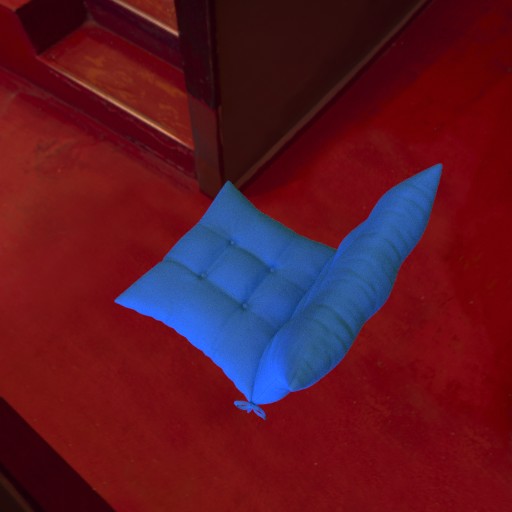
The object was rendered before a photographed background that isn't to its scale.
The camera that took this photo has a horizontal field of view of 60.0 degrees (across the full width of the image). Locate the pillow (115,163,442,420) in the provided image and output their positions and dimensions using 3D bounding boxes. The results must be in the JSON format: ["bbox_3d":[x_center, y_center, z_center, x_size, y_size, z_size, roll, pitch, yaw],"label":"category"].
[{"bbox_3d":[0.000,0.000,1.027,0.585,0.536,0.541,33,68,15],"label":"pillow"}]
